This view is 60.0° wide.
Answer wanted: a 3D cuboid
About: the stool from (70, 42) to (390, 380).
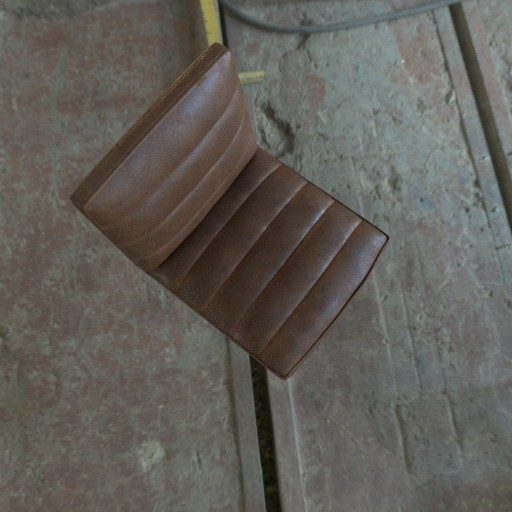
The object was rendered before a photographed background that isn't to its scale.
[{"bbox_3d":[0.000,0.000,1.263,0.562,0.942,0.463,37,79,9],"label":"stool"}]
